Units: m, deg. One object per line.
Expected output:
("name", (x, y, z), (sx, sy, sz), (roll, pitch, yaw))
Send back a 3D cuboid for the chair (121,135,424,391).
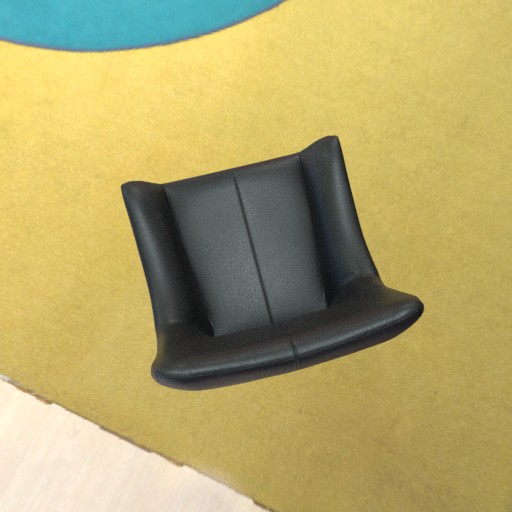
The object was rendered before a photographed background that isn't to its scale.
("chair", (0.000, 0.000, 1.562), (0.836, 0.922, 0.826), (-14, 75, -4))
